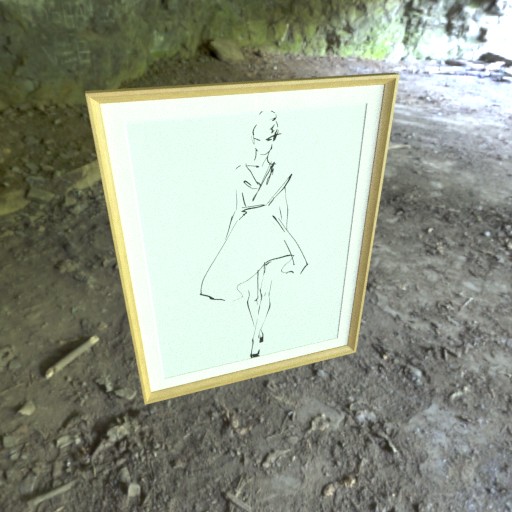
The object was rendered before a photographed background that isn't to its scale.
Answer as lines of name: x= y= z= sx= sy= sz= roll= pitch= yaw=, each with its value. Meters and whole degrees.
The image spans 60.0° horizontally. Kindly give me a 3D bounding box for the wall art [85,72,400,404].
wall art: x=0.000 y=0.000 z=1.349 sx=0.798 sy=1.002 sz=0.030 roll=-10 pitch=33 yaw=-16
